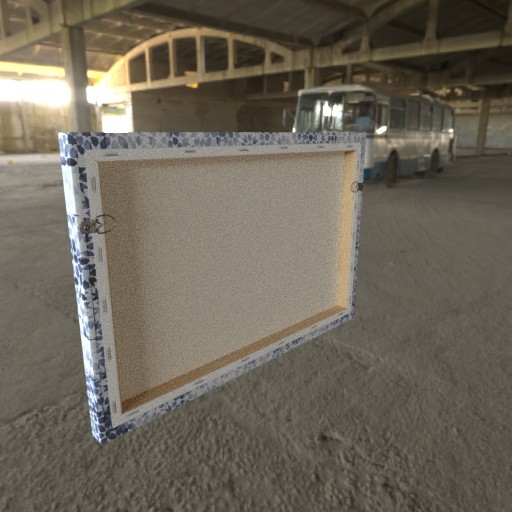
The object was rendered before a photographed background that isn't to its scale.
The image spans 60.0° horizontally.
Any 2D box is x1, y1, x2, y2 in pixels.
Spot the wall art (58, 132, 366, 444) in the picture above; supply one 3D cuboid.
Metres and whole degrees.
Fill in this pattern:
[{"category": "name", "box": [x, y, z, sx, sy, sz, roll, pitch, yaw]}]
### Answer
[{"category": "wall art", "box": [0.000, 0.000, 0.756, 0.608, 0.406, 0.030, -15, 21, -43]}]
